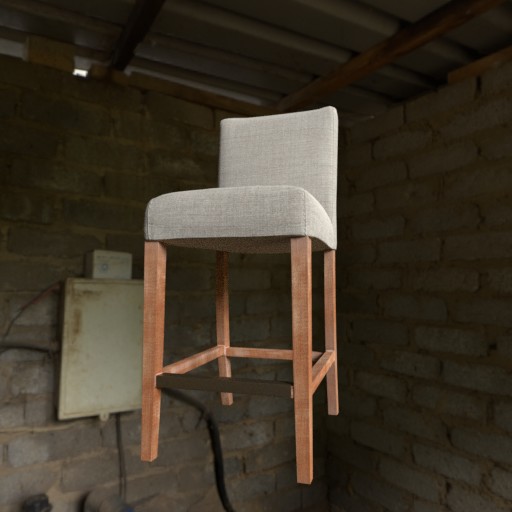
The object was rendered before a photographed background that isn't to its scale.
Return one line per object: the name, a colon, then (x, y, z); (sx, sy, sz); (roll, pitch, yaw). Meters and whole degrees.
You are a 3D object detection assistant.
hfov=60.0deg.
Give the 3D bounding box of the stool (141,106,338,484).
stool: (0.000, 0.000, 1.319); (0.454, 1.039, 0.567); (-1, -3, 18)
